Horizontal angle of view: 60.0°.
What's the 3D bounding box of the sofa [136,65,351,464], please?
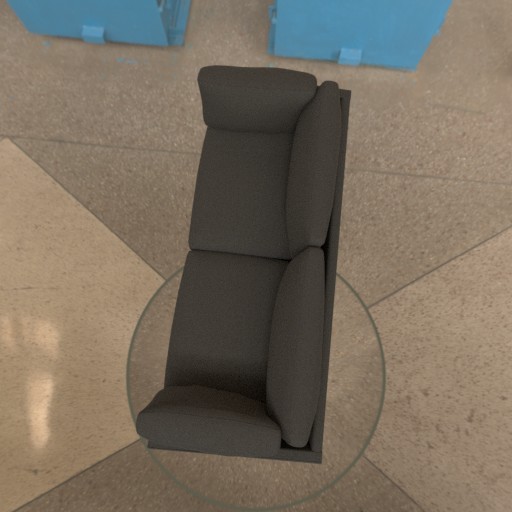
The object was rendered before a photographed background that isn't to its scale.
[{"bbox_3d":[0.000,0.000,2.786,0.969,0.792,2.312,7,76,2],"label":"sofa"}]
